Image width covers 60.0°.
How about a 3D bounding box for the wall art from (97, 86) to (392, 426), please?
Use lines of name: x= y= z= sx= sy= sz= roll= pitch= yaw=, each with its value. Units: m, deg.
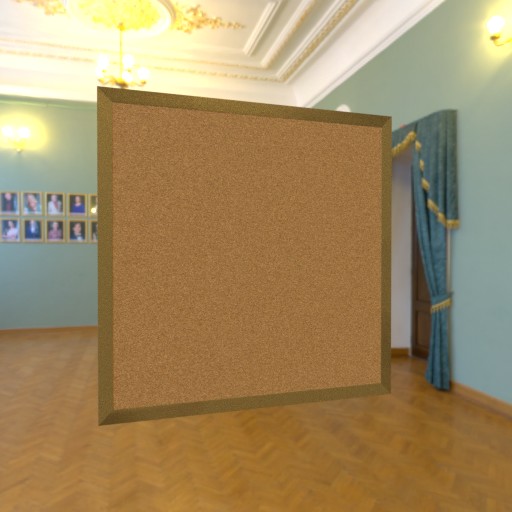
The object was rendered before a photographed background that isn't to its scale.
wall art: x=0.000 y=0.000 z=0.755 sx=0.507 sy=0.508 sz=0.038 roll=0 pitch=1 yaw=-17
